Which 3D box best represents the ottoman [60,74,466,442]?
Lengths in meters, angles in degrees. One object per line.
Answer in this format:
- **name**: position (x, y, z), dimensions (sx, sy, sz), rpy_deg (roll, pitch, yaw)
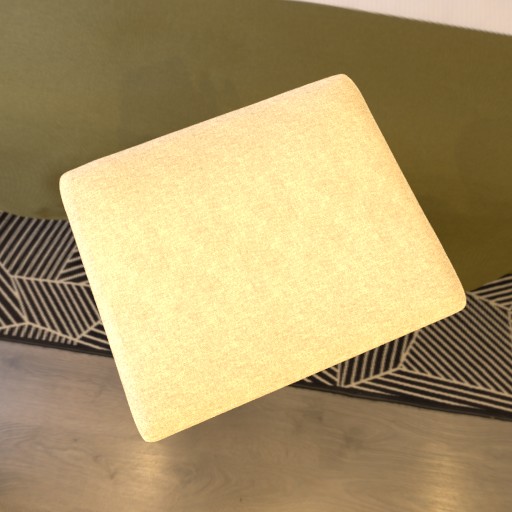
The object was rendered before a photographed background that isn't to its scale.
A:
- **ottoman**: position (0.000, 0.000, 1.241), dimensions (0.821, 0.474, 0.693), rpy_deg (-22, 77, -5)
